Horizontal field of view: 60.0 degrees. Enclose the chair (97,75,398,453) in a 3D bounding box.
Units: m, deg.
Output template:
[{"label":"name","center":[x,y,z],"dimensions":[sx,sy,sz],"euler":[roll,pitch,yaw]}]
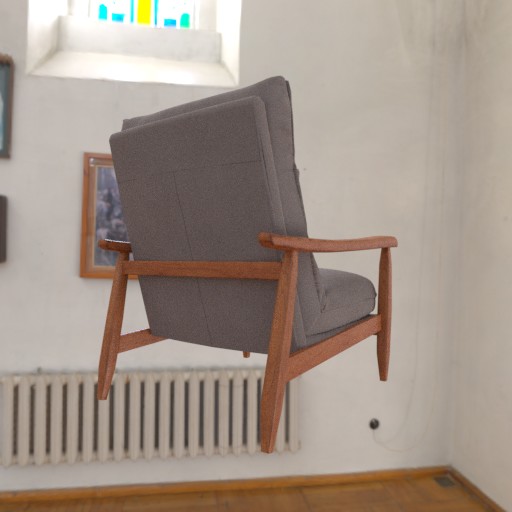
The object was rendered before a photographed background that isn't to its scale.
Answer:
[{"label":"chair","center":[0.000,0.000,1.541],"dimensions":[0.782,0.922,0.816],"euler":[0,0,36]}]
